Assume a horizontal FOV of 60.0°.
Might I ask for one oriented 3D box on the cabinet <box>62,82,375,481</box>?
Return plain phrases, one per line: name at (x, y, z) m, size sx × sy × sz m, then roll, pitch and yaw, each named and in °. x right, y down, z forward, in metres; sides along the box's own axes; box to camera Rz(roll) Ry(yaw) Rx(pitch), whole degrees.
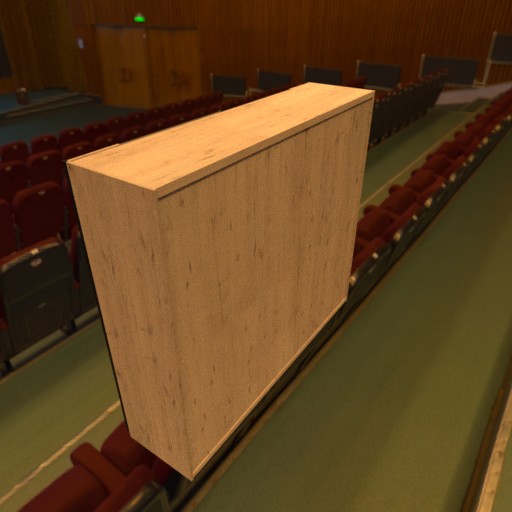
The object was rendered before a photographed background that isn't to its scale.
cabinet at (0.000, 0.000, 3.534) m, size 0.660 × 2.180 × 2.500 m, roll 20°, pitch 37°, yaw 29°
